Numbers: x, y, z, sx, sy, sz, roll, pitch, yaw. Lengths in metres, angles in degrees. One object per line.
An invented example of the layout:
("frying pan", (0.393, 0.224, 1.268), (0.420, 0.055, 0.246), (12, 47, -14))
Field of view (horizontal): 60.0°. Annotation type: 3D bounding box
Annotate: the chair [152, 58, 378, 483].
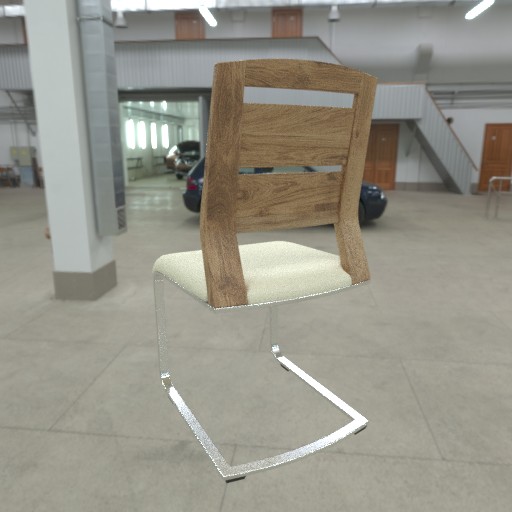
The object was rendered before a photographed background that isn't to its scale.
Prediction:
("chair", (0.000, 0.000, 1.254), (0.457, 0.955, 0.561), (-8, 16, -28))
